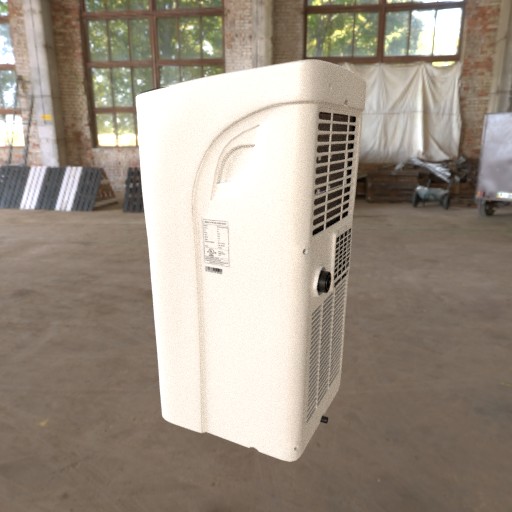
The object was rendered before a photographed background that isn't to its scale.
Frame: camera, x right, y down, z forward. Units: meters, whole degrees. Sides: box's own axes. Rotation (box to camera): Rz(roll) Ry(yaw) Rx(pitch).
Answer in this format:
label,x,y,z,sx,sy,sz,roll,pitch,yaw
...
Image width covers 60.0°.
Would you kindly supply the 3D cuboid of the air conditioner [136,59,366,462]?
label,x,y,z,sx,sy,sz,roll,pitch,yaw
air conditioner,0.000,0.000,0.932,0.369,0.716,0.352,7,17,25
